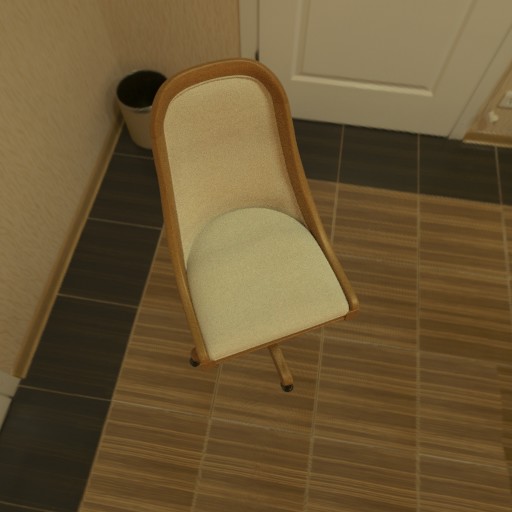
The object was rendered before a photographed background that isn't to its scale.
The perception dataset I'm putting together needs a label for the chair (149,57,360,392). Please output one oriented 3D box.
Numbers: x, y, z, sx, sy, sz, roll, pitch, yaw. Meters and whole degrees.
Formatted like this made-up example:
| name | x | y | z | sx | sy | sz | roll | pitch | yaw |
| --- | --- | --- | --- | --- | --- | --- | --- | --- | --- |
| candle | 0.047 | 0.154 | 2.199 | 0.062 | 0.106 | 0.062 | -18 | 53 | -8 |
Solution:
| name | x | y | z | sx | sy | sz | roll | pitch | yaw |
| --- | --- | --- | --- | --- | --- | --- | --- | --- | --- |
| chair | 0.000 | 0.000 | 1.552 | 0.702 | 1.009 | 0.811 | -18 | 65 | -9 |
